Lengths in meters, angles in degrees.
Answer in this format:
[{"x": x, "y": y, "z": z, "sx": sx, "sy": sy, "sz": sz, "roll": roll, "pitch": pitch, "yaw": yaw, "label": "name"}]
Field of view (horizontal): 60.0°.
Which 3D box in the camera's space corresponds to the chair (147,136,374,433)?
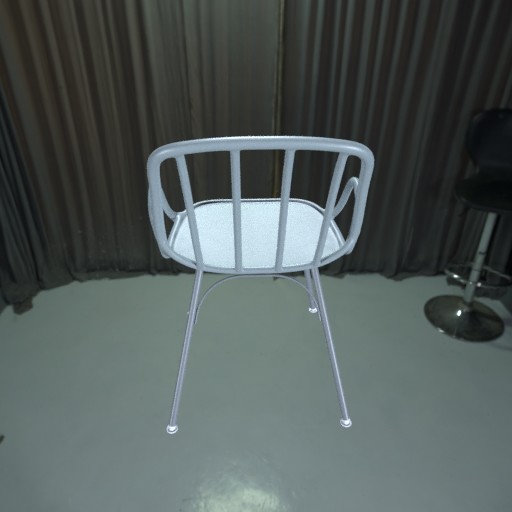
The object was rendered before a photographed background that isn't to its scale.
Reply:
[{"x": 0.000, "y": 0.000, "z": 1.230, "sx": 0.549, "sy": 0.816, "sz": 0.597, "roll": -1, "pitch": 30, "yaw": -2, "label": "chair"}]
